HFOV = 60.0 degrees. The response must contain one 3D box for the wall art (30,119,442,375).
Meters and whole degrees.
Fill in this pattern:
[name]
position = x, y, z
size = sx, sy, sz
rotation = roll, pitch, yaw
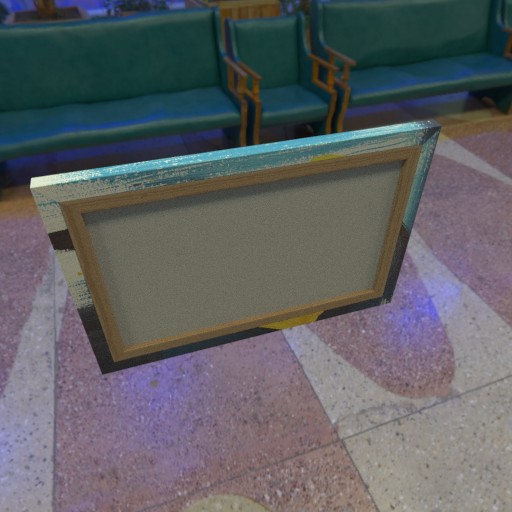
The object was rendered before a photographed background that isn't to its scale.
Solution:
[wall art]
position = 0.000, 0.000, 1.160
size = 0.914, 0.610, 0.039
rotation = -12, 42, -13
